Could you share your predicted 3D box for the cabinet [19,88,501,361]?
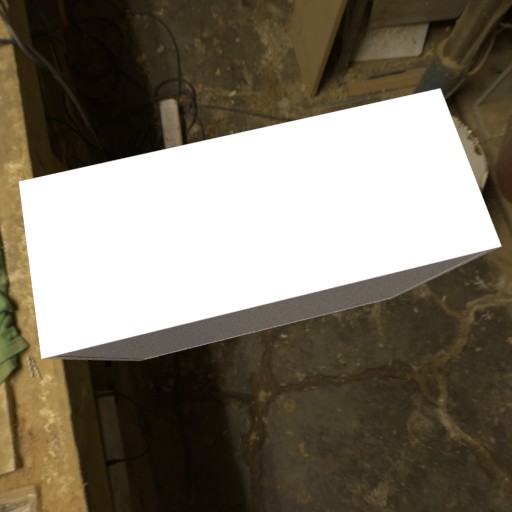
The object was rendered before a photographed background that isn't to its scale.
[{"bbox_3d":[0.000,0.000,1.367,1.000,0.800,0.400,-13,77,-3],"label":"cabinet"}]
